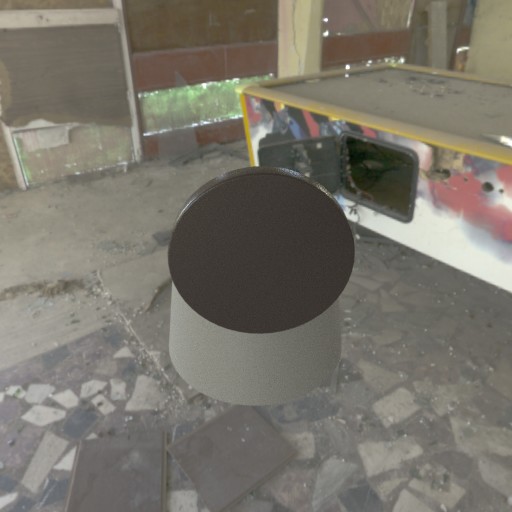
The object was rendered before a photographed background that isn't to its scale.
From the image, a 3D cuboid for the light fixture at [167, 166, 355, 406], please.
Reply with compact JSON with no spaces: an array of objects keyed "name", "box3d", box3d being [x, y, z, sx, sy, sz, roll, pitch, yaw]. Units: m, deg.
[{"name":"light fixture","box3d":[0.000,0.000,0.442,0.204,0.268,0.254,-1,31,-2]}]
